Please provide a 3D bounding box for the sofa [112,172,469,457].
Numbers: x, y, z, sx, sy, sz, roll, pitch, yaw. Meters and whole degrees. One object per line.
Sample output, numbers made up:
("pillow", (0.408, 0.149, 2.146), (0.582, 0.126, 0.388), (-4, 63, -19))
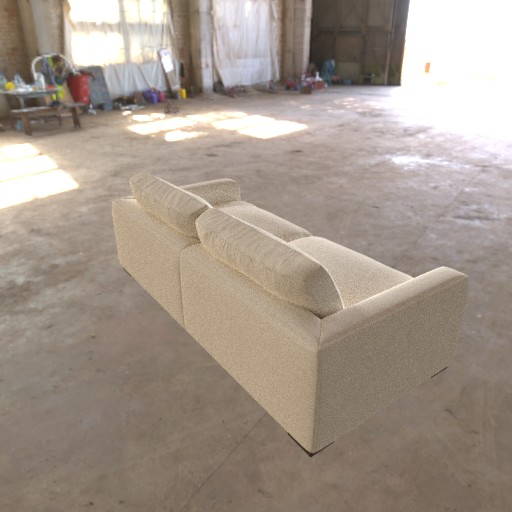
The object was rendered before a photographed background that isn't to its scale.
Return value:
("sofa", (0.000, 0.000, 2.795), (1.070, 0.801, 2.262), (-17, 30, -32))
